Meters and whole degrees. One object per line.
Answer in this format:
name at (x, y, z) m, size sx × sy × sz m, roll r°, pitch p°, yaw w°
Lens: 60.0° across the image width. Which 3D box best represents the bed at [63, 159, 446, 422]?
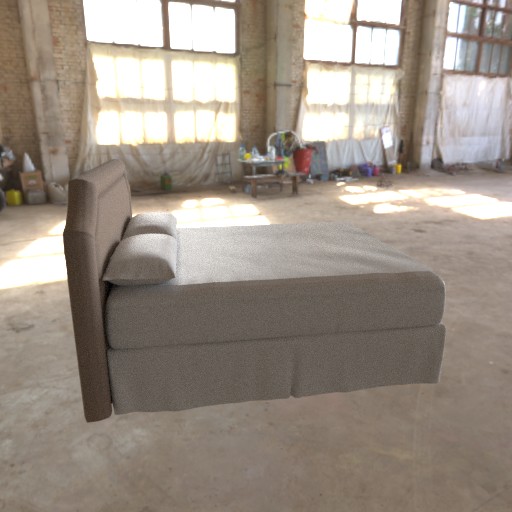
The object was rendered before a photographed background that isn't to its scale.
bed at (0.000, 0.000, 3.210) m, size 2.164 × 1.303 × 1.828 m, roll -3°, pitch 17°, yaw -9°
